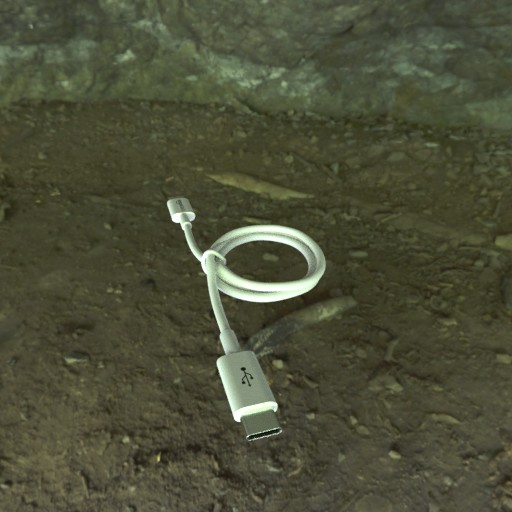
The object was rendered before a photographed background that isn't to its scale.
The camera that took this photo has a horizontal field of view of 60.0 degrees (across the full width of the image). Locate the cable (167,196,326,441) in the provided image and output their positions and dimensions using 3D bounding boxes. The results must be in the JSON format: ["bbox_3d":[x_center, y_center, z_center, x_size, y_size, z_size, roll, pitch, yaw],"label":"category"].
[{"bbox_3d":[0.000,0.000,0.223,0.070,0.014,0.203,-8,29,-15],"label":"cable"}]
